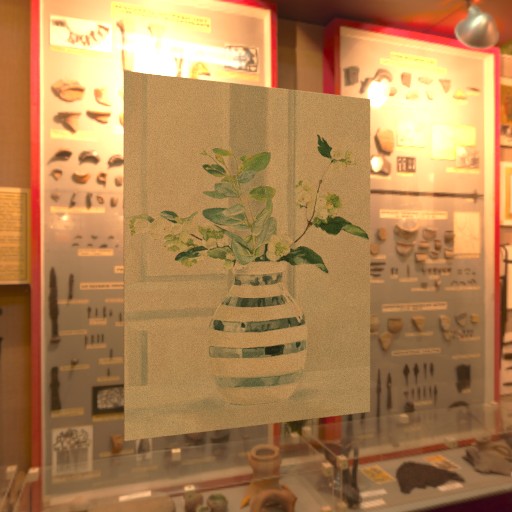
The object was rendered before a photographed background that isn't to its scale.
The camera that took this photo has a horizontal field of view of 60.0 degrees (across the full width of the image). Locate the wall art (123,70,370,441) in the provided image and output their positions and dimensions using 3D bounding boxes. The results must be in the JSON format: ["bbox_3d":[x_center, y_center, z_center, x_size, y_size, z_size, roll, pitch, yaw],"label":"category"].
[{"bbox_3d":[0.000,0.000,1.599,0.914,1.212,0.038,0,0,-17],"label":"wall art"}]
